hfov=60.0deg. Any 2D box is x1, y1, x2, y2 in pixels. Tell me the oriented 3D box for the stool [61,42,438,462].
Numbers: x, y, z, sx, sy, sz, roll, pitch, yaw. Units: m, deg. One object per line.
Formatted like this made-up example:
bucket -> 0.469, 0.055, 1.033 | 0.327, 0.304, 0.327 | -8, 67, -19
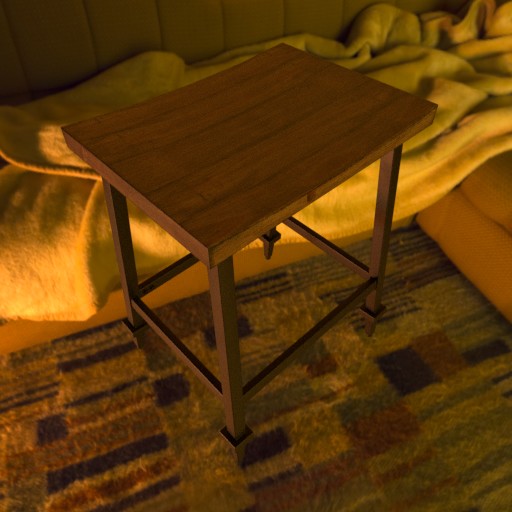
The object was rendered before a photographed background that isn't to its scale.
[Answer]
stool -> 0.000, 0.000, 0.905 | 0.486, 0.625, 0.405 | -34, 55, -28
